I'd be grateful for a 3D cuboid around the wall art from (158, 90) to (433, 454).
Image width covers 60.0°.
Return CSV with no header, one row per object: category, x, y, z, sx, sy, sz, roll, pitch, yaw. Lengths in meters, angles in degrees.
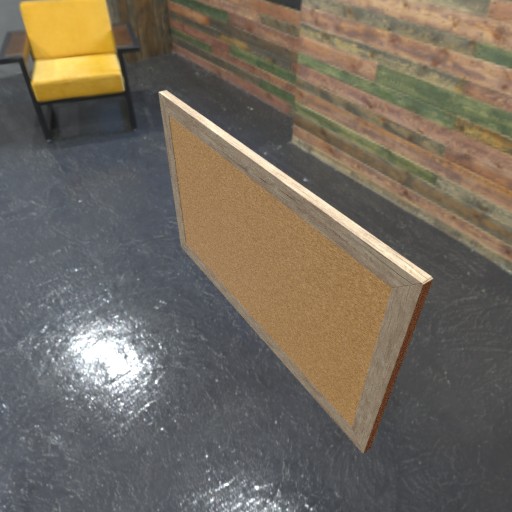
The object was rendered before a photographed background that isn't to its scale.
wall art,0.000,0.000,0.970,0.021,0.480,0.780,-25,47,-25
